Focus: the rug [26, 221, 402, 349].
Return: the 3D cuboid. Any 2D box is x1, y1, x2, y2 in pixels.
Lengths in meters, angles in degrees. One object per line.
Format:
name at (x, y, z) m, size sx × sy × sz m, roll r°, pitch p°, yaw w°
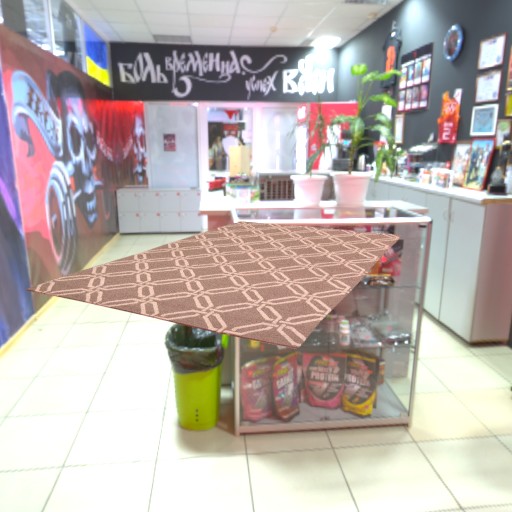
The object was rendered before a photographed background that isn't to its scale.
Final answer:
rug at (0.000, 0.000, 2.224) m, size 1.142 × 0.010 × 1.748 m, roll 7°, pitch 16°, yaw 26°
